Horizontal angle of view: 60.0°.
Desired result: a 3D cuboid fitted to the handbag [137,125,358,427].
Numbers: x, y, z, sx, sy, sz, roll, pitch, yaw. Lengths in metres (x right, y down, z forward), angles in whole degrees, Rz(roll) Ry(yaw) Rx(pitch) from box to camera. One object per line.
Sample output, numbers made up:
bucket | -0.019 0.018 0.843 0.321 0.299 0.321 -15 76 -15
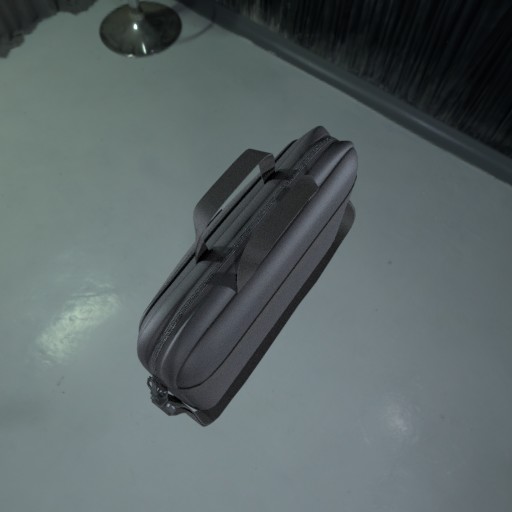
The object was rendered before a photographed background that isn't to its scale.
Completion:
handbag | 0.000 0.000 0.569 0.126 0.330 0.429 33 69 15
